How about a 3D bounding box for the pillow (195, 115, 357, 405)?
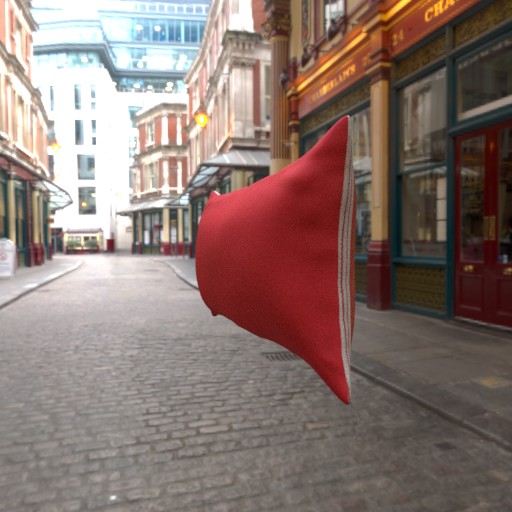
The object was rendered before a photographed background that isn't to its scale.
[{"bbox_3d":[0.000,0.000,0.741,0.151,0.297,0.608,0,1,-19],"label":"pillow"}]
